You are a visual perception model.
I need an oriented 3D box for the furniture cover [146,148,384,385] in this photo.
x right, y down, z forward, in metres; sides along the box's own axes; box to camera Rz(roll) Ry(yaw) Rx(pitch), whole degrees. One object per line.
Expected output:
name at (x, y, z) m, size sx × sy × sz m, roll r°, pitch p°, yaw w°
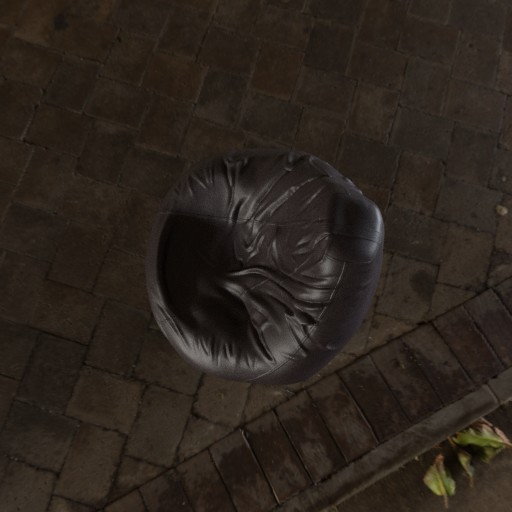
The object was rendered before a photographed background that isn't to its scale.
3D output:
furniture cover at (0.000, 0.000, 1.916) m, size 1.070 × 0.990 × 1.070 m, roll 4°, pitch 76°, yaw 1°
